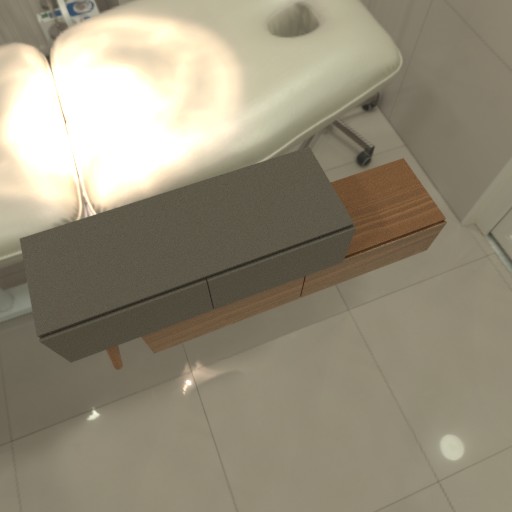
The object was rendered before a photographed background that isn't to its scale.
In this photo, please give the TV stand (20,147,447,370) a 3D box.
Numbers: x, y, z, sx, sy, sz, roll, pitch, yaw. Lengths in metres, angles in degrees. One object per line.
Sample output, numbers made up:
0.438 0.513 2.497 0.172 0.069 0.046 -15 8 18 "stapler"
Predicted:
0.000 0.000 1.582 1.336 0.591 0.329 -20 64 -10 "TV stand"
